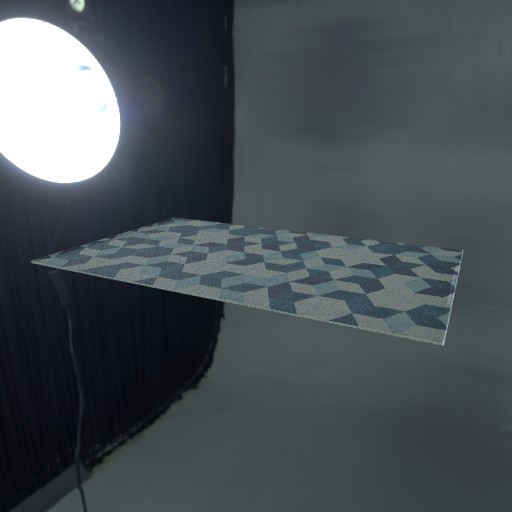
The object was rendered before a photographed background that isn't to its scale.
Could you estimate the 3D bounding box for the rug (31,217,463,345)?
[{"bbox_3d":[0.000,0.000,2.936,2.438,0.015,1.518,8,18,26],"label":"rug"}]
